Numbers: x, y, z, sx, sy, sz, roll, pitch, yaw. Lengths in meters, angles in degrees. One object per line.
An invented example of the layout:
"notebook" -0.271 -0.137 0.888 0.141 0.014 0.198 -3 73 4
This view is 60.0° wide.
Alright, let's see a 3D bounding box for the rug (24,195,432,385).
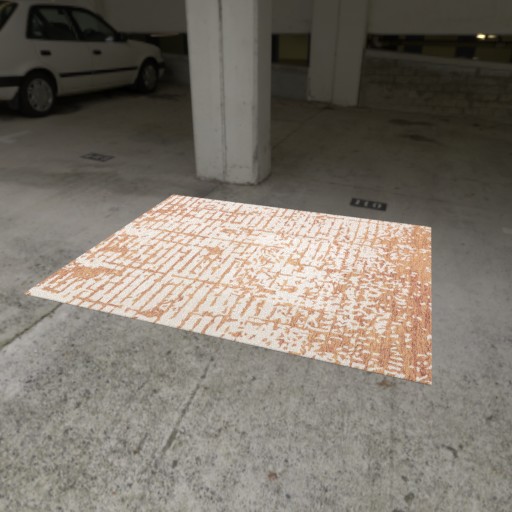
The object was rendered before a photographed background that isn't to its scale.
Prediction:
"rug" 0.000 0.000 4.086 3.050 0.011 2.441 9 29 17
